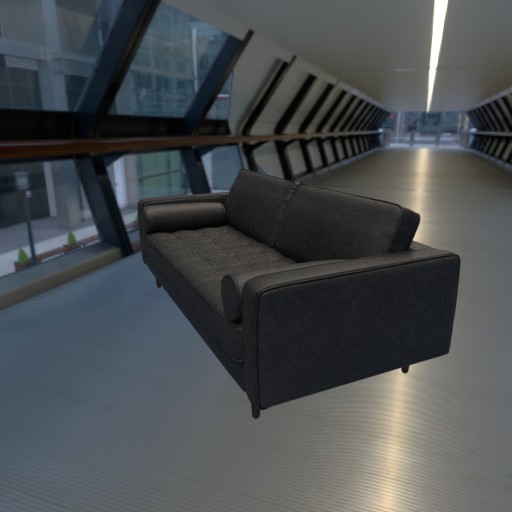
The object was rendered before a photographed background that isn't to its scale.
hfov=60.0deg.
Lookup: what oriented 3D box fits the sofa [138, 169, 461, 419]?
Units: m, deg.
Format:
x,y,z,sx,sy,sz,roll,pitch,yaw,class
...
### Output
x,y,z,sx,sy,sz,roll,pitch,yaw,class
0.000,0.000,2.380,0.921,0.770,1.879,-8,18,-24,sofa
